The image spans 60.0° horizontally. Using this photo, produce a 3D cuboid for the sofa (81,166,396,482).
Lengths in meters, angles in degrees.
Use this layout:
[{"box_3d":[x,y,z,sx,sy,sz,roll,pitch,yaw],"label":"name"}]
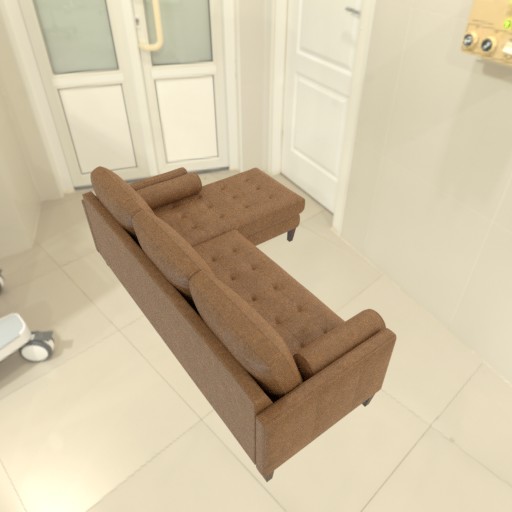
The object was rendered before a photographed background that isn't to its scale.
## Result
[{"box_3d":[0.000,0.000,2.927,1.506,0.876,2.178,-25,46,-27],"label":"sofa"}]
